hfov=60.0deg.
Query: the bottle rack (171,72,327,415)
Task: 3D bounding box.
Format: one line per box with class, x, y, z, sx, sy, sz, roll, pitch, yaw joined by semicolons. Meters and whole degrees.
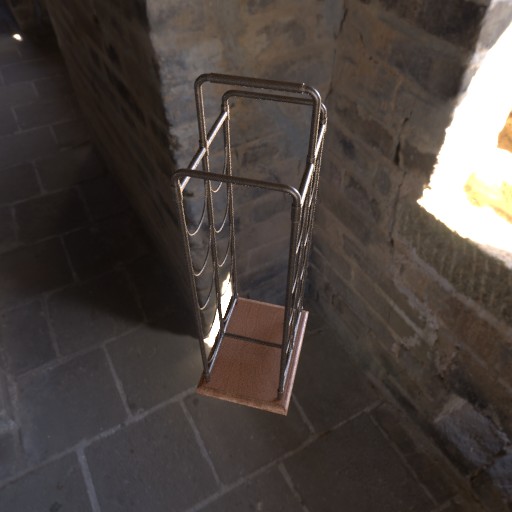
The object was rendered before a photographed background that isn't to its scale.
bottle rack;0.000;0.000;0.828;0.208;0.680;0.276;11;48;10
